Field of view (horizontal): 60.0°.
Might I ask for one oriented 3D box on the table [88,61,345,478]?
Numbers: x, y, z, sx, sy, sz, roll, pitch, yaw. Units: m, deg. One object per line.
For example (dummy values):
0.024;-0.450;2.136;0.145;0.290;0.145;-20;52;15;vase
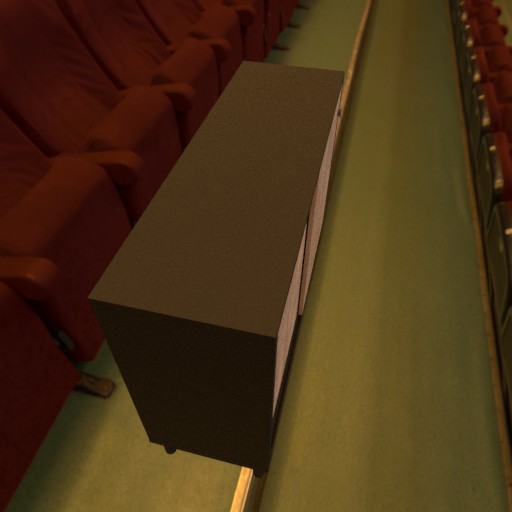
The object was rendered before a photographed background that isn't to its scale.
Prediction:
0.000;0.000;1.571;0.400;0.855;1.200;10;47;10;table
